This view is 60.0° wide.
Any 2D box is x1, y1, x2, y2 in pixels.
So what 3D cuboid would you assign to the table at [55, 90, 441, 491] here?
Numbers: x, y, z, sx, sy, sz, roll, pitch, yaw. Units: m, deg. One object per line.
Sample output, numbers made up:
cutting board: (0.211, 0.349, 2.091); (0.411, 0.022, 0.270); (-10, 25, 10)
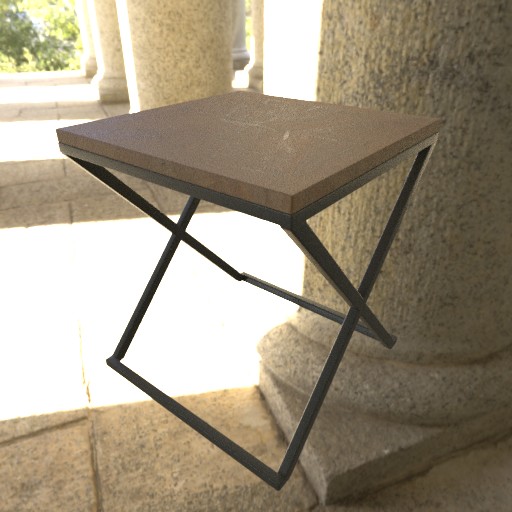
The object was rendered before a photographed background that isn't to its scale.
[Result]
table: (0.000, 0.000, 0.934); (0.499, 0.550, 0.498); (22, 36, 33)
